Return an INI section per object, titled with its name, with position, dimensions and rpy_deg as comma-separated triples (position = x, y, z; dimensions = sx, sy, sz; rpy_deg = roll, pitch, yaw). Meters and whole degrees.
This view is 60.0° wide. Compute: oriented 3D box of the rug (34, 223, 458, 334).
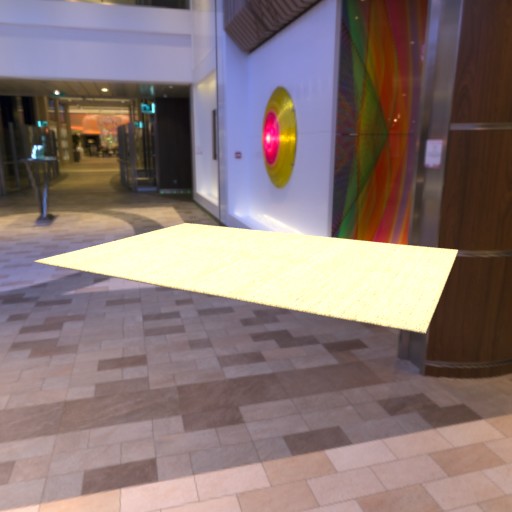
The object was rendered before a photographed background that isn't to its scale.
[rug]
position = 0.000, 0.000, 2.322
dimensions = 1.850, 0.015, 1.250
rpy_deg = 7, 16, 27
